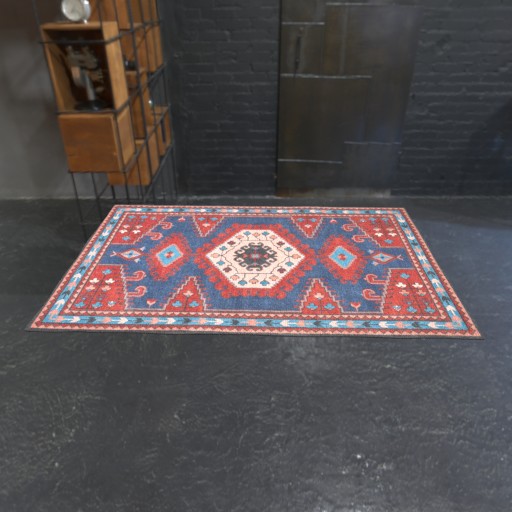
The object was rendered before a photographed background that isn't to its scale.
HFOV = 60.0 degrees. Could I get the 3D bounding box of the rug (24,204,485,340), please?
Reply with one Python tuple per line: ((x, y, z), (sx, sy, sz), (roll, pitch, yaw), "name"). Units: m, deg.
((0.000, 0.000, 2.257), (1.820, 0.012, 1.207), (1, 31, 1), "rug")
